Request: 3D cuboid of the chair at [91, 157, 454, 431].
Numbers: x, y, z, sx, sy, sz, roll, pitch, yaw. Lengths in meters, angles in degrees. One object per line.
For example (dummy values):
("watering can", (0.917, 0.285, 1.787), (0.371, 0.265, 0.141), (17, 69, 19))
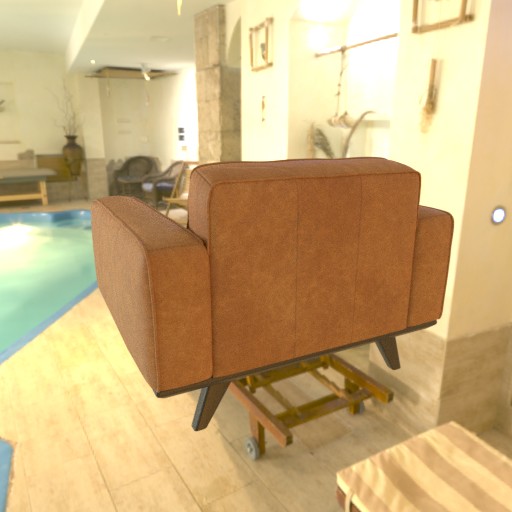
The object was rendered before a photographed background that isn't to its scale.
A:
("chair", (0.000, 0.000, 1.738), (1.118, 0.782, 0.952), (-8, 18, -26))
